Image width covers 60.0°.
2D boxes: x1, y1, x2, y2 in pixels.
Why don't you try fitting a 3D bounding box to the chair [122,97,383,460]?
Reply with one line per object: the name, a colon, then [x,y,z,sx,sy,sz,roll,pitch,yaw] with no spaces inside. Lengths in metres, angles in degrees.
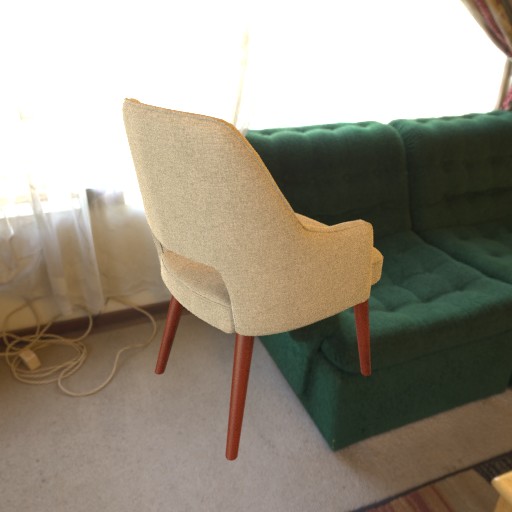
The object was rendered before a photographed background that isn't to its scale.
chair: [0.000,0.000,1.229,0.605,0.849,0.548,-19,32,-33]
